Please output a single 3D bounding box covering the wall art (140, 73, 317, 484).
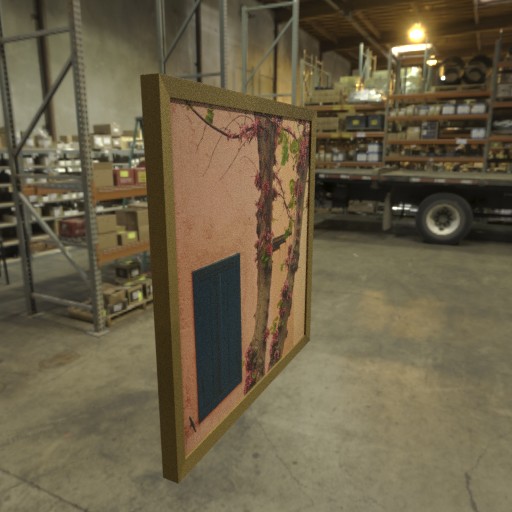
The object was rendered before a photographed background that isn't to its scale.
[{"bbox_3d":[0.000,0.000,1.130,0.038,0.762,0.762,7,15,26],"label":"wall art"}]
